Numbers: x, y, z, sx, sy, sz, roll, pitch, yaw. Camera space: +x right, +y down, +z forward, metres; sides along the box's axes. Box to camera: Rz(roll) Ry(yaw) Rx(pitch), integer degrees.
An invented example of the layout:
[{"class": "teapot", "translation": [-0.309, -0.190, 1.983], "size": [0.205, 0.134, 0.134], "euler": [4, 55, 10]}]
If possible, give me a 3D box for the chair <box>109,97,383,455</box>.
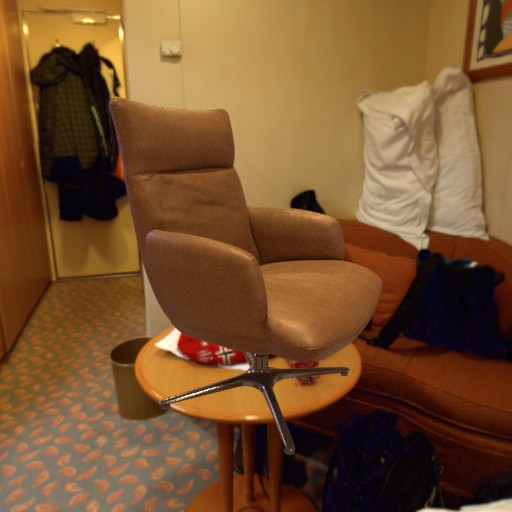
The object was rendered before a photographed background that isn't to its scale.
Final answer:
[{"class": "chair", "translation": [0.000, 0.000, 1.538], "size": [0.794, 1.027, 0.711], "euler": [8, 16, 28]}]
